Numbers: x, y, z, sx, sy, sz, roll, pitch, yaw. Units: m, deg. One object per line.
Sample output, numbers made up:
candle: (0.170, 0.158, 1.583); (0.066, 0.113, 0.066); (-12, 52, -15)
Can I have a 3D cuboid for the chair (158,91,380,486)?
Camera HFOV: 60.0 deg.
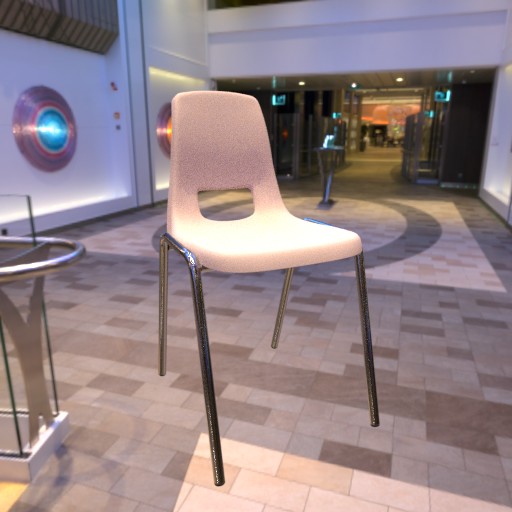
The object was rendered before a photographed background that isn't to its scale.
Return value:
chair: (0.000, 0.000, 0.959); (0.381, 0.704, 0.436); (-8, 17, -26)
